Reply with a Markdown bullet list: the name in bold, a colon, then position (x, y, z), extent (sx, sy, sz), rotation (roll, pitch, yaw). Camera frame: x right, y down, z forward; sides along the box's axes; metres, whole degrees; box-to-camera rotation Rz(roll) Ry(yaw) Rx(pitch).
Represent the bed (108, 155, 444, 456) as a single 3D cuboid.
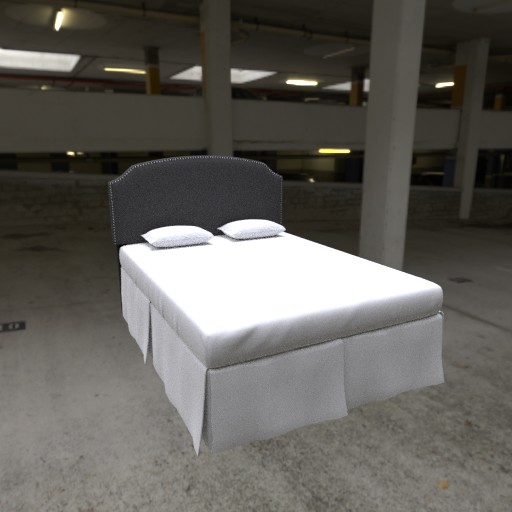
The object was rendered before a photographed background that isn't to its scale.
- **bed**: position (0.000, 0.000, 2.979), extent (1.558, 1.270, 1.999), rotation (-7, 16, -27)
